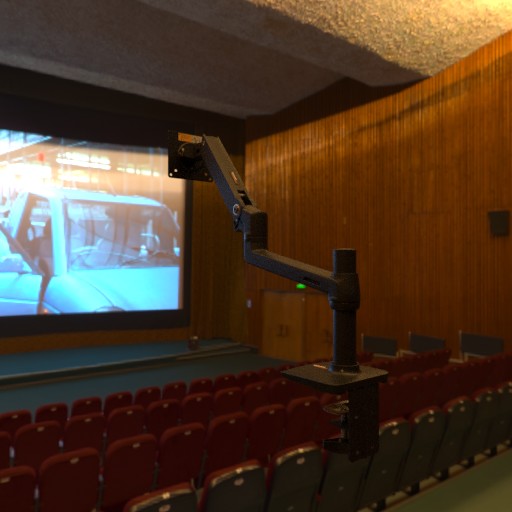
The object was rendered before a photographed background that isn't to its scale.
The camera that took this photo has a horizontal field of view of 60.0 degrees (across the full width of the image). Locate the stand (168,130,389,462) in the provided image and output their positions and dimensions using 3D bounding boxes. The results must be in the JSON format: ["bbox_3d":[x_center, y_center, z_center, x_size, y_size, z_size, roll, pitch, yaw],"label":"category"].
[{"bbox_3d":[0.000,0.000,1.032,0.152,0.713,0.650,0,0,-36],"label":"stand"}]
